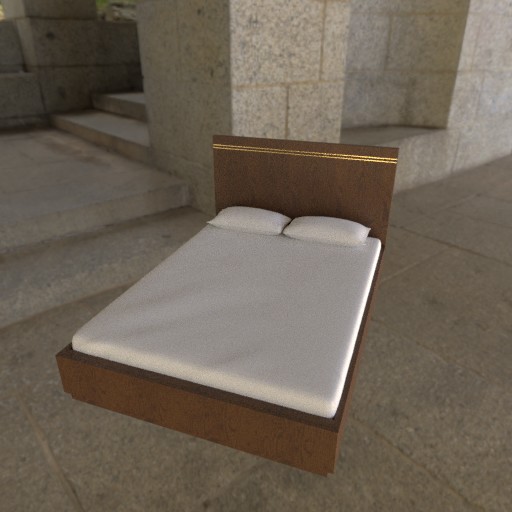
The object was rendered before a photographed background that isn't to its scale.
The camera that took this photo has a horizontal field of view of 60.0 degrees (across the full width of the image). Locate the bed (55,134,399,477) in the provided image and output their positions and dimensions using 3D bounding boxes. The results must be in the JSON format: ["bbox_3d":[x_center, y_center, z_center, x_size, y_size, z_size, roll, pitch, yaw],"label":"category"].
[{"bbox_3d":[0.000,0.000,3.090,1.613,1.169,2.221,9,27,18],"label":"bed"}]
